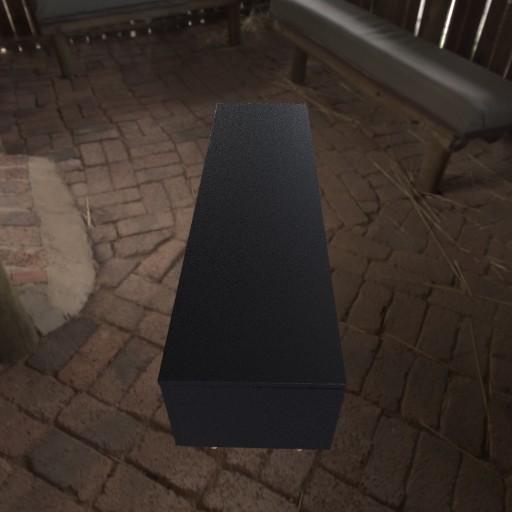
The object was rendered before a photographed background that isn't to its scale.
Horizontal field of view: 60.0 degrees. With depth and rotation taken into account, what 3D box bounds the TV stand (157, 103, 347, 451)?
[{"bbox_3d":[0.000,0.000,1.532,0.390,0.518,1.312,1,42,1],"label":"TV stand"}]
